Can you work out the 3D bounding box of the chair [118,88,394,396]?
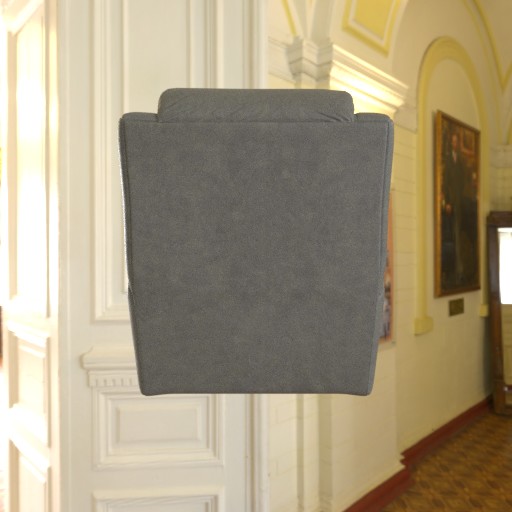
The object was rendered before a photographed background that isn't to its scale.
[{"bbox_3d":[0.000,0.000,1.913,0.965,1.116,1.068,0,0,0],"label":"chair"}]
